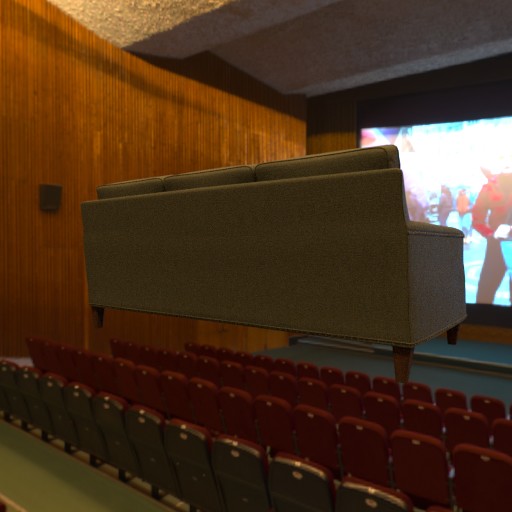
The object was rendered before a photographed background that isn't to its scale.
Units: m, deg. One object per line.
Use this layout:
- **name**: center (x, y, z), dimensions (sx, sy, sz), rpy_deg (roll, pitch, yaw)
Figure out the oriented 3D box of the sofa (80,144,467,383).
- **sofa**: center (0.000, 0.000, 2.769), dimensions (2.246, 1.003, 1.084), rpy_deg (1, 1, 36)
